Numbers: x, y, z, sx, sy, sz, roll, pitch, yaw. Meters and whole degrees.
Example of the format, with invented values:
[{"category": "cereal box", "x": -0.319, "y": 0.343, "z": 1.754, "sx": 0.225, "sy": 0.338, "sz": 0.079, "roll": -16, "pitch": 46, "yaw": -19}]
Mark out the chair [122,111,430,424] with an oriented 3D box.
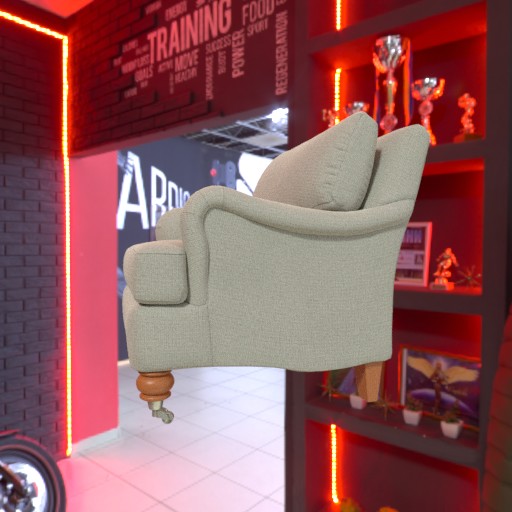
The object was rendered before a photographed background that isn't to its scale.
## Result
[{"category": "chair", "x": 0.000, "y": 0.000, "z": 1.867, "sx": 1.070, "sy": 1.038, "sz": 0.955, "roll": 0, "pitch": 1, "yaw": -18}]
